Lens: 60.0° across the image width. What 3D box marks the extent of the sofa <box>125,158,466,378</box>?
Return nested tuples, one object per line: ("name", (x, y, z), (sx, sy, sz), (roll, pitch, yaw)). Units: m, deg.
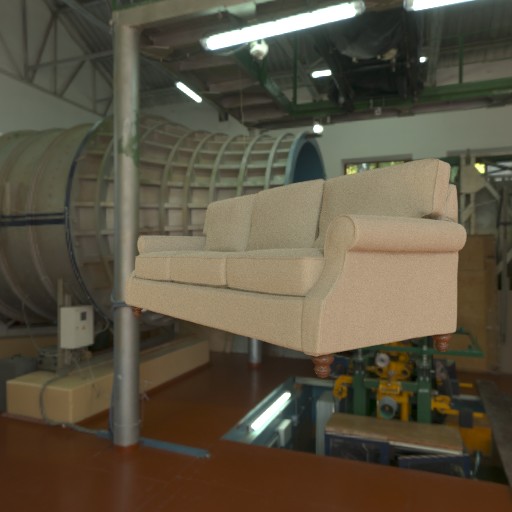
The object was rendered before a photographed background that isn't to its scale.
("sofa", (0.000, 0.000, 2.801), (0.966, 0.948, 2.354), (0, 0, -35))
